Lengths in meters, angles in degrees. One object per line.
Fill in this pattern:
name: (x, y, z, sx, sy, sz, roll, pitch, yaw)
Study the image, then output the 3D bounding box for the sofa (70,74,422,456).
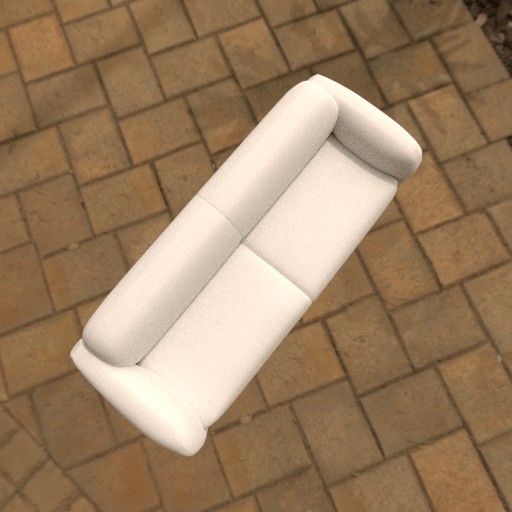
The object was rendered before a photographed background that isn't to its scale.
sofa: (0.000, 0.000, 2.660, 0.880, 0.780, 2.257, 38, 80, 8)
